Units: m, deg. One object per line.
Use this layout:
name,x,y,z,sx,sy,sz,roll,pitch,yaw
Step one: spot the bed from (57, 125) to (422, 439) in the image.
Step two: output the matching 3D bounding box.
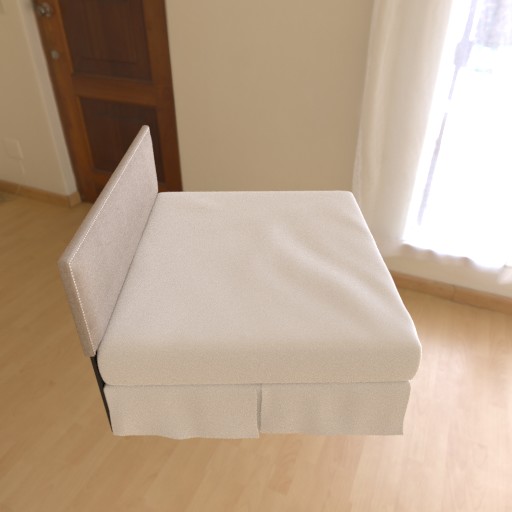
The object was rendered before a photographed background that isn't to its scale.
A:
bed,0.000,0.000,3.328,1.914,1.346,2.170,-1,34,-1
